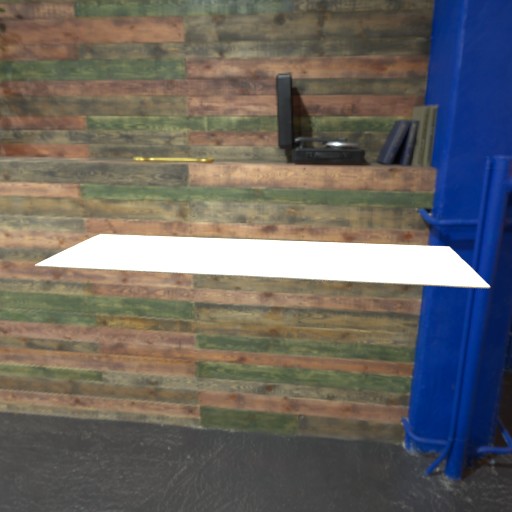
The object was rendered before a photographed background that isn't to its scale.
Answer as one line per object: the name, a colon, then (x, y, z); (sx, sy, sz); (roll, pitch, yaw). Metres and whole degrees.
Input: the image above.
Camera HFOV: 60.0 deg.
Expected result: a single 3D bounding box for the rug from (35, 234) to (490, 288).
rug: (0.000, 0.000, 2.710); (2.450, 0.014, 0.793); (2, 16, 8)
